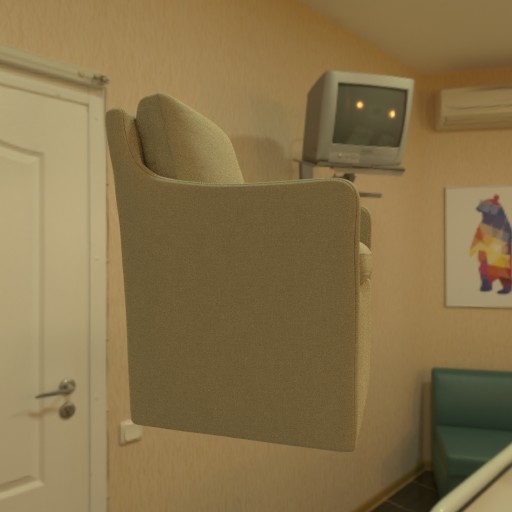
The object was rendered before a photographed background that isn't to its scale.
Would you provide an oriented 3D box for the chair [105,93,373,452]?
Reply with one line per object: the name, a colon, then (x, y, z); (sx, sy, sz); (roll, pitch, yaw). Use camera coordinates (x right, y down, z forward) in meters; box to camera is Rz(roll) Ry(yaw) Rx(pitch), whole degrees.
chair: (0.000, 0.000, 1.383); (0.694, 0.914, 0.626); (0, 0, 17)
